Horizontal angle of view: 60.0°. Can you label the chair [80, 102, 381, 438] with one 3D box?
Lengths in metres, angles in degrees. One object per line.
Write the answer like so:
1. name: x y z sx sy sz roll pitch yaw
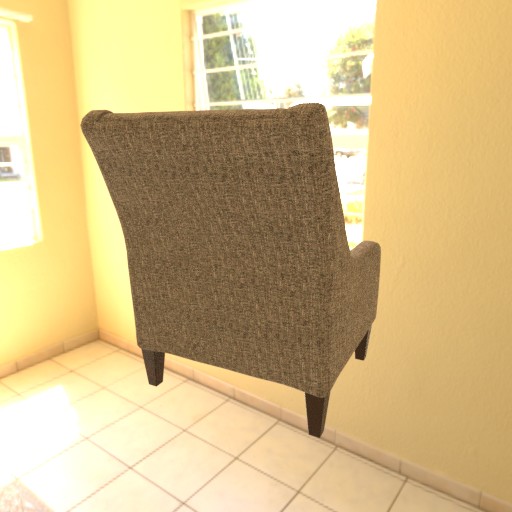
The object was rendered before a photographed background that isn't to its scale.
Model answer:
1. chair: 0.000 0.000 1.646 0.774 1.014 0.870 8 17 26
